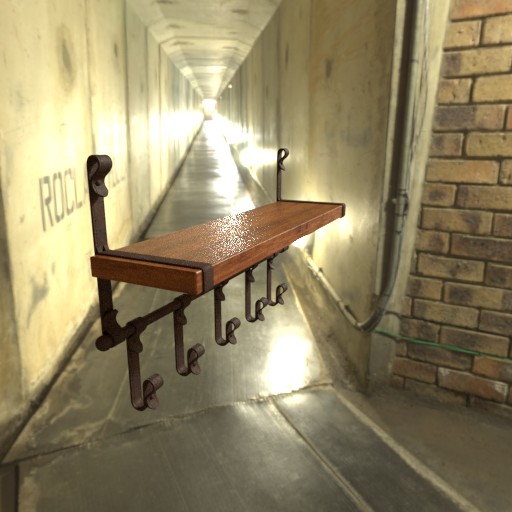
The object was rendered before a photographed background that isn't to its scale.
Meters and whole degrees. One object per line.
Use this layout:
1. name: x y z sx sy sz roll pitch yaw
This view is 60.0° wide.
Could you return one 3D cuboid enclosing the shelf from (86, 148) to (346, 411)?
1. shelf: 0.000 0.000 0.715 0.146 0.330 0.567 7 16 25
